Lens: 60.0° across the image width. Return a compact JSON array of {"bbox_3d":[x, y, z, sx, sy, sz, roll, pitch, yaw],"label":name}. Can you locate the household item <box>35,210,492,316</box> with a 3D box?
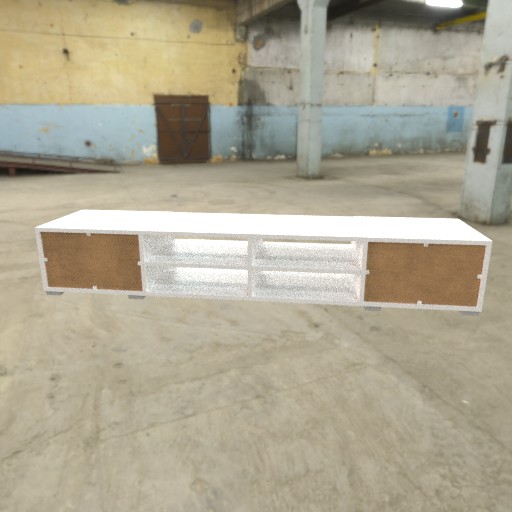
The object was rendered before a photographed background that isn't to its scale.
[{"bbox_3d":[0.000,0.000,2.025,1.850,0.310,0.420,2,17,7],"label":"household item"}]
